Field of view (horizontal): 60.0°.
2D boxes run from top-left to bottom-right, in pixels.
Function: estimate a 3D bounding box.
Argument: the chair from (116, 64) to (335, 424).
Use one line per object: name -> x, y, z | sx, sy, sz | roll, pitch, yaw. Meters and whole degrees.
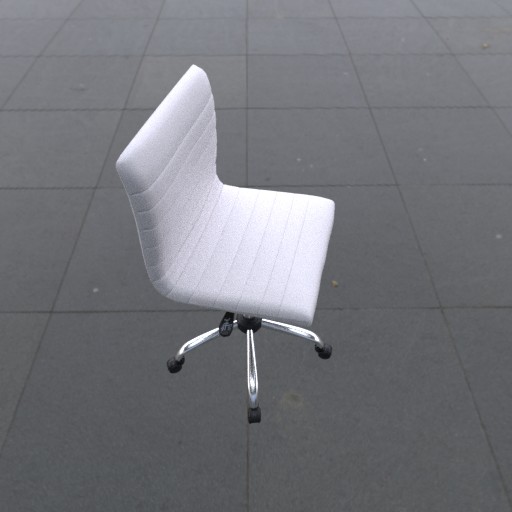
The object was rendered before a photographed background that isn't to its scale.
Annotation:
chair -> 0.000, 0.000, 1.068 | 0.455, 0.750, 0.520 | 11, 48, 10
